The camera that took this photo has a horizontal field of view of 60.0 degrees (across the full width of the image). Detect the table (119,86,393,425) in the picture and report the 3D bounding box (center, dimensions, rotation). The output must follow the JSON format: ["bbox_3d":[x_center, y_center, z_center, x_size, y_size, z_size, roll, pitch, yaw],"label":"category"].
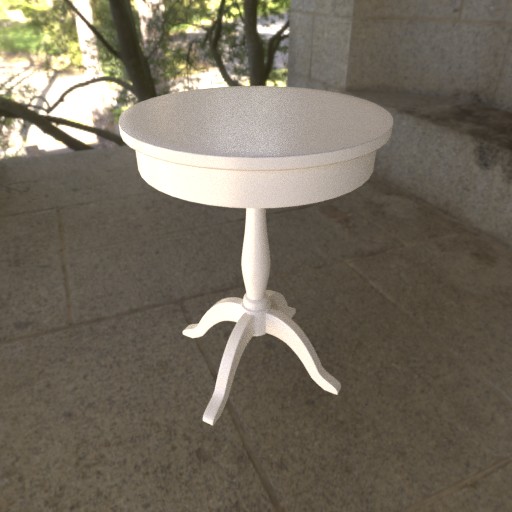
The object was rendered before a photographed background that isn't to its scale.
[{"bbox_3d":[0.000,0.000,1.025,0.513,0.653,0.513,0,32,0],"label":"table"}]
